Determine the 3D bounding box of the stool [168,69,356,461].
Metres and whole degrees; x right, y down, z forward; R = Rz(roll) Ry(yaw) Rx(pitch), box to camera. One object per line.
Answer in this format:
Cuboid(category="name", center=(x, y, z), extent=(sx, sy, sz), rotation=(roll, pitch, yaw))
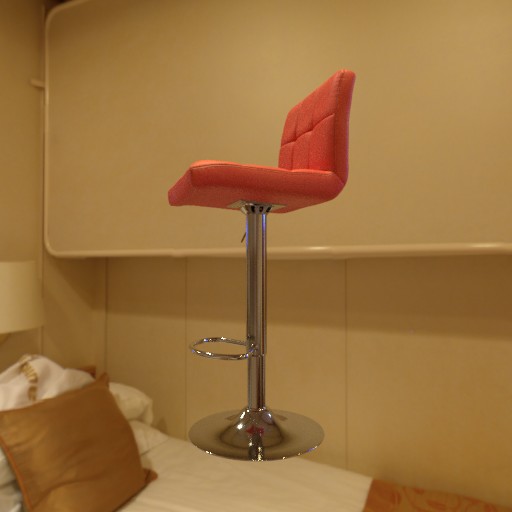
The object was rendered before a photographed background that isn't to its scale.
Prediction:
Cuboid(category="stool", center=(0.000, 0.000, 1.407), extent=(0.505, 1.115, 0.430), rotation=(0, -1, -19))
